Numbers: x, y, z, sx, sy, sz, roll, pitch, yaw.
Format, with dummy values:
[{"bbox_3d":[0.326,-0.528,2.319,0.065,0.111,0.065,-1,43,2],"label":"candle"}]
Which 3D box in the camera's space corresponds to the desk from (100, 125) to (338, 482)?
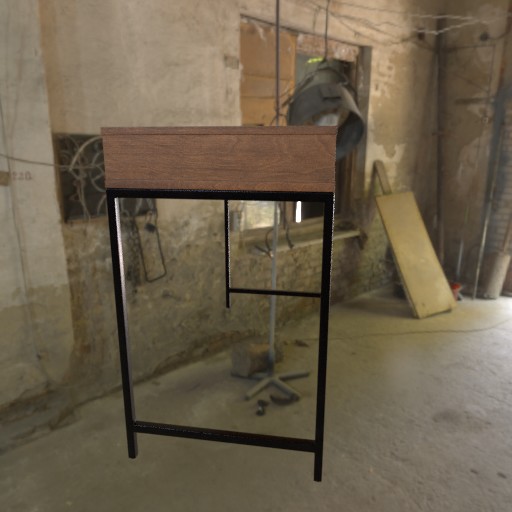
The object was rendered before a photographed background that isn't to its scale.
[{"bbox_3d":[0.000,0.000,1.410,0.470,0.762,1.016,2,15,9],"label":"desk"}]
